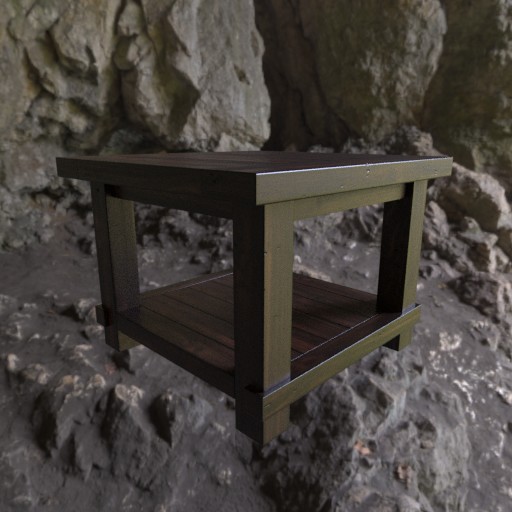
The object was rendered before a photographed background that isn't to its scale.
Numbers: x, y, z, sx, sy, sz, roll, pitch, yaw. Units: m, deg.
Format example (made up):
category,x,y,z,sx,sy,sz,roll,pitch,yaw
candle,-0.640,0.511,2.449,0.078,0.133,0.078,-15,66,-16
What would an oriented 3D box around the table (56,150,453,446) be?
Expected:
category,x,y,z,sx,sy,sz,roll,pitch,yaw
table,0.000,0.000,1.000,0.593,0.437,0.606,14,21,43
